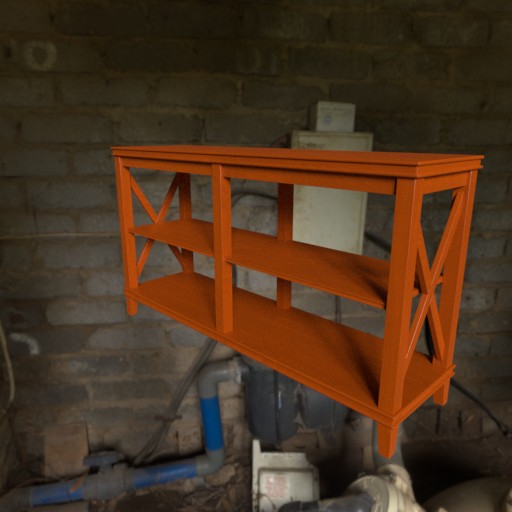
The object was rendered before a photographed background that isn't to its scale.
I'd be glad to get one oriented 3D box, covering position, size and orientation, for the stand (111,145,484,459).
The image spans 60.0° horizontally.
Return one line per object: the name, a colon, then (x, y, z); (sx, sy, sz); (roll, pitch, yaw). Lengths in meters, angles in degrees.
stand: (0.000, 0.000, 1.641); (0.381, 0.762, 1.372); (-15, 21, -43)
